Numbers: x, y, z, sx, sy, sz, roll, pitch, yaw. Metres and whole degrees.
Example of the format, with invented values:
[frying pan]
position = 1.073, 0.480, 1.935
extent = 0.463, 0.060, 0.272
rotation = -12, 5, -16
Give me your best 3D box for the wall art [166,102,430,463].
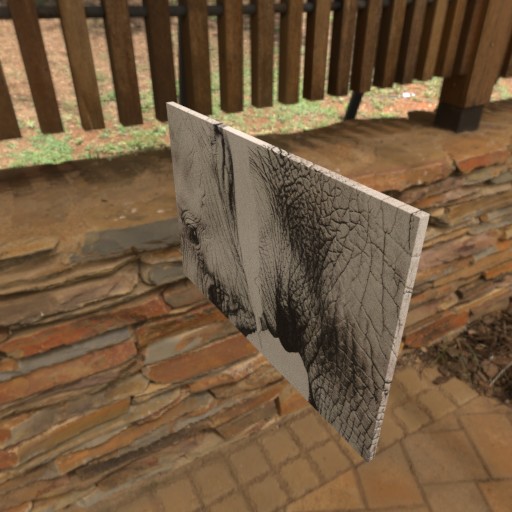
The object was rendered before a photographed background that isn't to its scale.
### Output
[wall art]
position = 0.000, 0.000, 1.152
extent = 0.023, 0.607, 0.914
rotation = -20, 37, -29
